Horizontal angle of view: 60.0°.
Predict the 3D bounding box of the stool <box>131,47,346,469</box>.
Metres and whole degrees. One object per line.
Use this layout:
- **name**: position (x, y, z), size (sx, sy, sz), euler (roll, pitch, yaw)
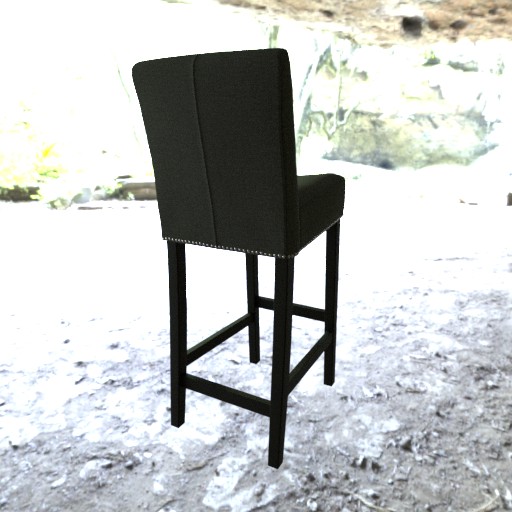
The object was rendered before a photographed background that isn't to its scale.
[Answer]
- **stool**: position (0.000, 0.000, 1.319), size (0.411, 1.047, 0.548), euler (9, 18, 28)
